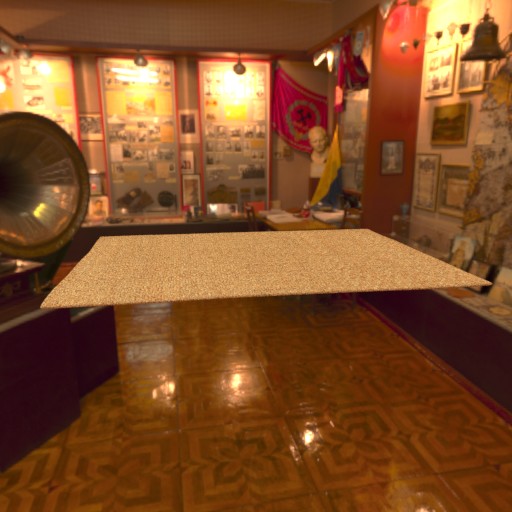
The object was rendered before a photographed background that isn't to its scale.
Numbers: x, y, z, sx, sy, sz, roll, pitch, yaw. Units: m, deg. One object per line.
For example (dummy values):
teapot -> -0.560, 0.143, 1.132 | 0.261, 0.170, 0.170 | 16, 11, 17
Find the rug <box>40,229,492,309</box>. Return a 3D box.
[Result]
rug -> 0.000, 0.000, 2.776 | 2.141, 0.013, 1.566 | -2, 14, -9
